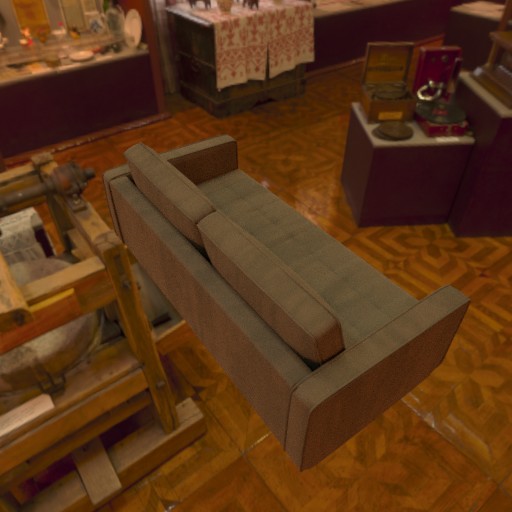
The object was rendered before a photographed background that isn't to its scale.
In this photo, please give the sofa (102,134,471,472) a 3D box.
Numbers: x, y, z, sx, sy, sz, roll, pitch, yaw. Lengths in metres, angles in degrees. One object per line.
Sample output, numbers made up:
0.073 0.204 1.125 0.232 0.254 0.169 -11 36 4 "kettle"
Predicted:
0.000 0.000 2.377 0.924 0.825 1.920 -25 47 -26 "sofa"
